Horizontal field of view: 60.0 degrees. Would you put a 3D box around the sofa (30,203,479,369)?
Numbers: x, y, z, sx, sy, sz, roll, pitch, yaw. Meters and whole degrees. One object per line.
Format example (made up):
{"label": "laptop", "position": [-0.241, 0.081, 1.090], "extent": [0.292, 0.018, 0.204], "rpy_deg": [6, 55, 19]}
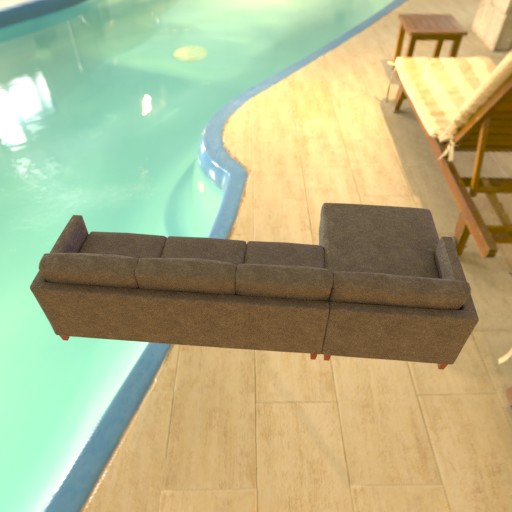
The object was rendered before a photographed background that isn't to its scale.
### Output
{"label": "sofa", "position": [0.000, 0.000, 4.106], "extent": [3.471, 0.954, 1.606], "rpy_deg": [4, 45, 4]}
